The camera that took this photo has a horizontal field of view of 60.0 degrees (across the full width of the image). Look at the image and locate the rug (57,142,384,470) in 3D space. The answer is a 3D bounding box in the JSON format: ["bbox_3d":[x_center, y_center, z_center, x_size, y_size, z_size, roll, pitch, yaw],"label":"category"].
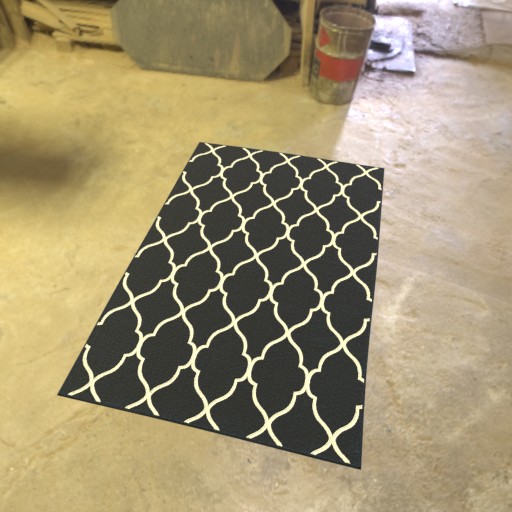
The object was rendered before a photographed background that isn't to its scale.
[{"bbox_3d":[0.000,0.000,2.854,1.528,0.014,2.294,10,49,9],"label":"rug"}]
